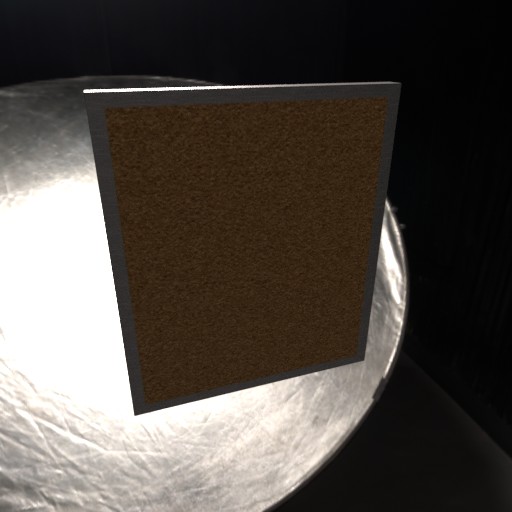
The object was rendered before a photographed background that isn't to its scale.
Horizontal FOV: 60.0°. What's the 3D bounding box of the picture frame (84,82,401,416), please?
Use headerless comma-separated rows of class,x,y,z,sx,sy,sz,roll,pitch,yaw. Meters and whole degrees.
picture frame,0.000,0.000,0.527,0.327,0.378,0.027,-8,27,-17
